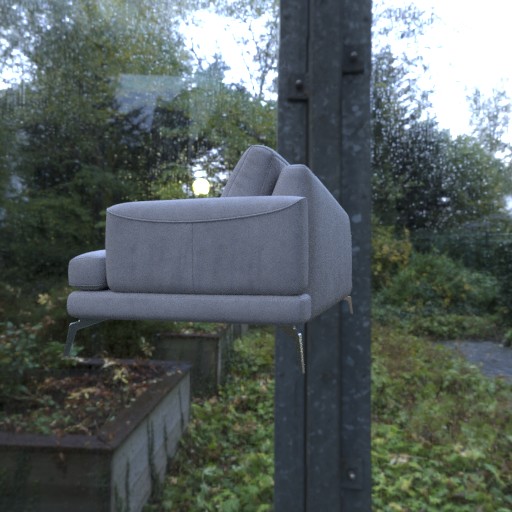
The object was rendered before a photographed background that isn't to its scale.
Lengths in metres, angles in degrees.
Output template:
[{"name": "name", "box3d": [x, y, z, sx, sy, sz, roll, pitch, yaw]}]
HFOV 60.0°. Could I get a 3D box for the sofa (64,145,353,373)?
[{"name": "sofa", "box3d": [0.000, 0.000, 2.554, 0.980, 0.830, 2.013, 0, -2, 17]}]
